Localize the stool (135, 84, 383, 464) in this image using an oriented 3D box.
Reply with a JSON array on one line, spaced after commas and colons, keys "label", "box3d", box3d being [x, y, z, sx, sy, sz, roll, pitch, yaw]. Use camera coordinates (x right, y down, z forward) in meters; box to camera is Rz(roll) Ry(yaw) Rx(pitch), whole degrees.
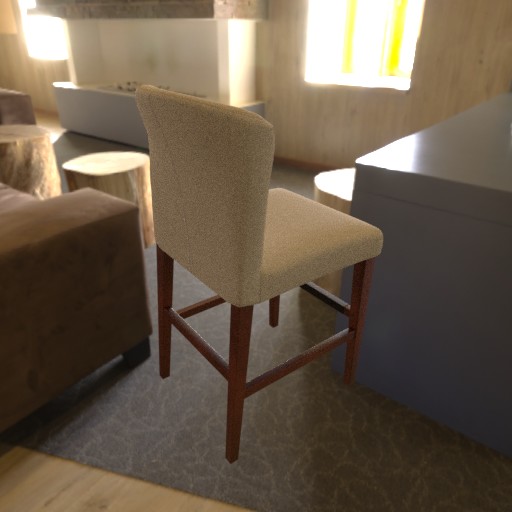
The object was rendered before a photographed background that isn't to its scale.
[{"label": "stool", "box3d": [0.000, 0.000, 1.302, 0.568, 0.968, 0.479, -20, 34, -32]}]
